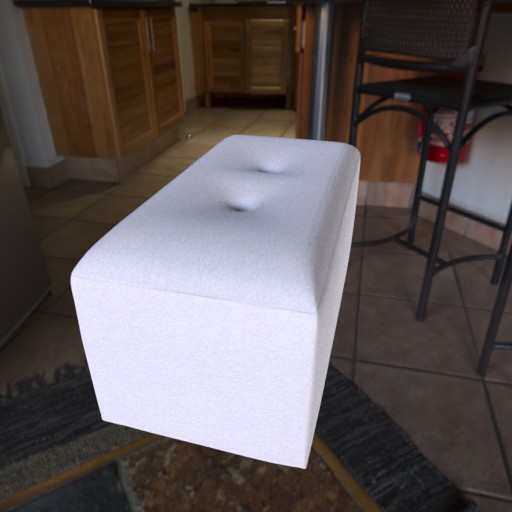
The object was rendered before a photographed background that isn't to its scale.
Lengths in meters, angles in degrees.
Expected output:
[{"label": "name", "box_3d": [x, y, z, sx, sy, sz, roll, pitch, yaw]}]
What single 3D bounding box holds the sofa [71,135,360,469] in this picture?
[{"label": "sofa", "box_3d": [0.000, 0.000, 1.218, 0.480, 0.470, 0.930, 8, 31, 14]}]
